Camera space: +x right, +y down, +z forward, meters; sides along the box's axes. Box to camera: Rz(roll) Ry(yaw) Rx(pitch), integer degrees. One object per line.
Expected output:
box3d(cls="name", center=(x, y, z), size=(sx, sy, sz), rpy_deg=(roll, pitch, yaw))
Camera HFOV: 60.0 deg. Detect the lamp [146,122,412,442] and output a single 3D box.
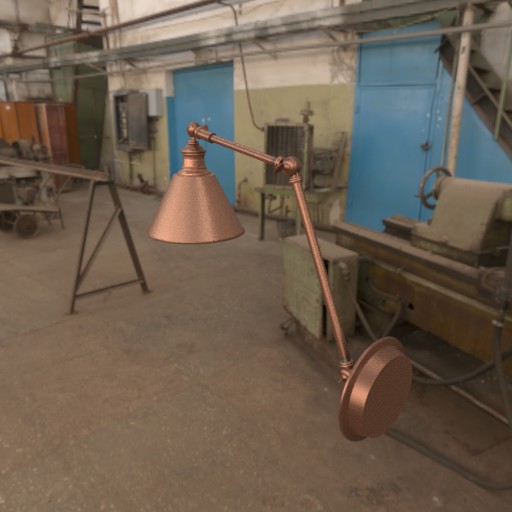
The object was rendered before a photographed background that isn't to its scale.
box3d(cls="lamp", center=(0.000, 0.000, 0.874), size=(0.223, 0.502, 0.624), rpy_deg=(-16, 23, -40))
